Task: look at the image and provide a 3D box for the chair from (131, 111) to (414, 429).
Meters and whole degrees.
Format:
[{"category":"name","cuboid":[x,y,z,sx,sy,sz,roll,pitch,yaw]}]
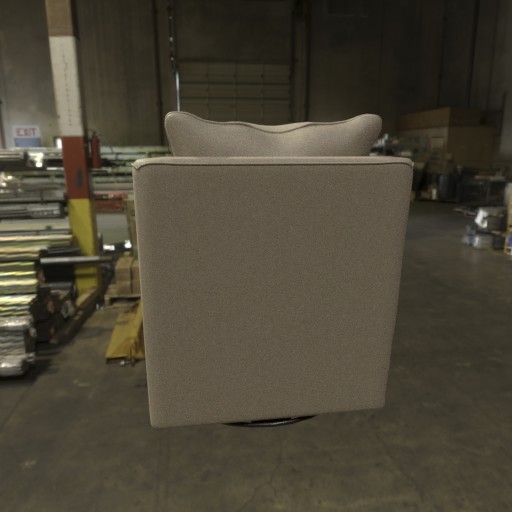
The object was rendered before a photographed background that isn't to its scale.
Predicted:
[{"category":"chair","cuboid":[0.000,0.000,1.617,0.760,0.942,0.876,-2,14,-8]}]
